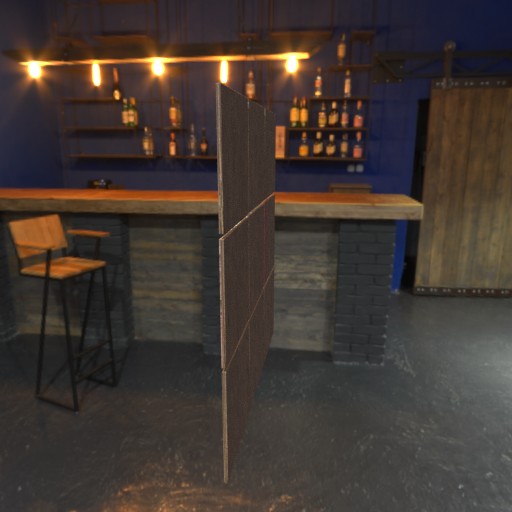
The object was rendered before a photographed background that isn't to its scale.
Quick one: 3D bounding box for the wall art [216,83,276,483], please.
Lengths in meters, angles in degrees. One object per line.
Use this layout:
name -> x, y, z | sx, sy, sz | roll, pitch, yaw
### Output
wall art -> 0.000, 0.000, 1.864 | 0.013, 1.213, 1.215 | 2, 14, 9
